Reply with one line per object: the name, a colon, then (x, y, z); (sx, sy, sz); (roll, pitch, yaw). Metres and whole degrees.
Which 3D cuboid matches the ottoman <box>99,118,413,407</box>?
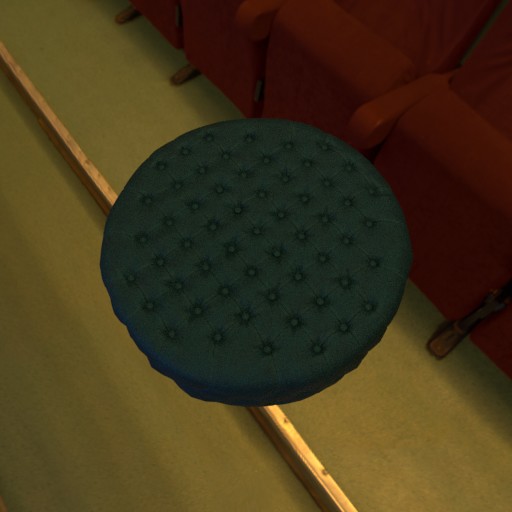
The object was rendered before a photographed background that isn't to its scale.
ottoman: (0.000, 0.000, 1.547); (0.998, 0.398, 0.998); (0, 64, 0)
